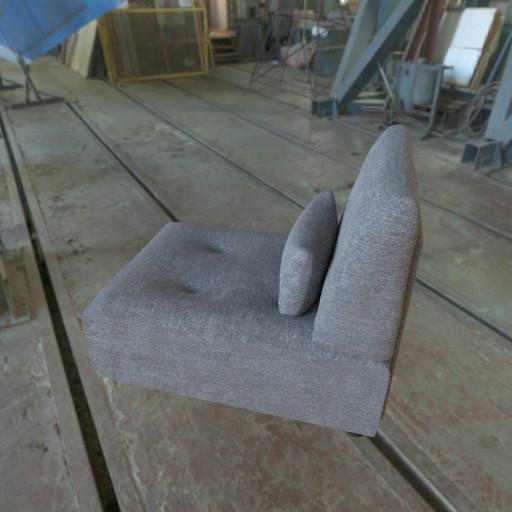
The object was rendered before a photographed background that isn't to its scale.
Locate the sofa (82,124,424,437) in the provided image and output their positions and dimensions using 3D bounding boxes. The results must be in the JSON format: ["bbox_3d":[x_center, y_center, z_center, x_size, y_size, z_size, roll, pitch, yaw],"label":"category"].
[{"bbox_3d":[0.000,0.000,1.561,1.000,0.820,0.700,8,32,13],"label":"sofa"}]
